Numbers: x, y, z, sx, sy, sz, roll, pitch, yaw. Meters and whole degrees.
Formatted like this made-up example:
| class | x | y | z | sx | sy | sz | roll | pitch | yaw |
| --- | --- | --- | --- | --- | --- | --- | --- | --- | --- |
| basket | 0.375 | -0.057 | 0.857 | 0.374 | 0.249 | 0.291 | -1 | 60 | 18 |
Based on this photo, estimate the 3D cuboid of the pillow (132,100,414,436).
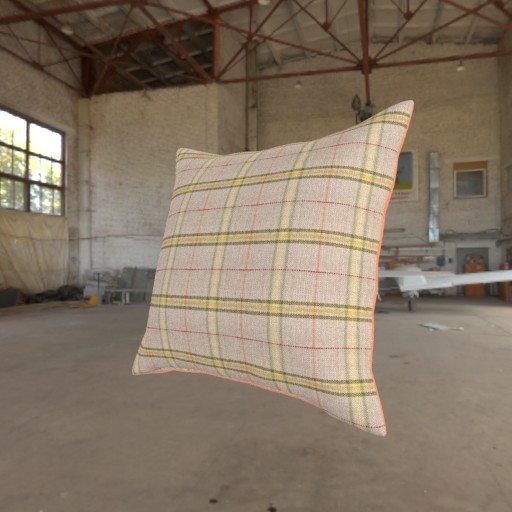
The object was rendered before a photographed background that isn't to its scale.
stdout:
| class | x | y | z | sx | sy | sz | roll | pitch | yaw |
| --- | --- | --- | --- | --- | --- | --- | --- | --- | --- |
| pillow | 0.000 | 0.000 | 0.693 | 0.453 | 0.430 | 0.200 | -1 | -1 | 35 |
